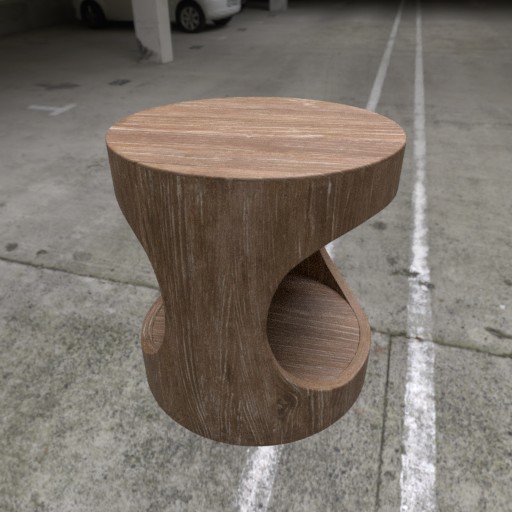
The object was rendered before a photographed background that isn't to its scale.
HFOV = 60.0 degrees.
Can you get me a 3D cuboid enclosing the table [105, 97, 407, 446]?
[{"bbox_3d":[0.000,0.000,0.947,0.527,0.551,0.527,0,31,0],"label":"table"}]
